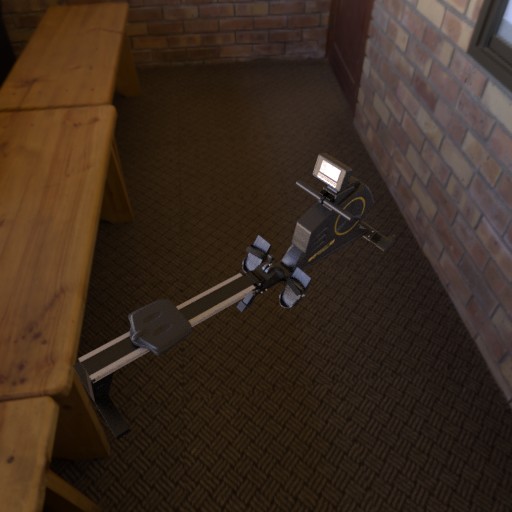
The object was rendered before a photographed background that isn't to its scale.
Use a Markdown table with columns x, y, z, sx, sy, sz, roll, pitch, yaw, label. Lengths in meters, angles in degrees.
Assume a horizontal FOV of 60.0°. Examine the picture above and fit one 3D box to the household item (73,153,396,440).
| x | y | z | sx | sy | sz | roll | pitch | yaw | label |
| --- | --- | --- | --- | --- | --- | --- | --- | --- | --- |
| 0.000 | 0.000 | 2.599 | 2.251 | 0.810 | 0.521 | -31 | 53 | -26 | household item |
